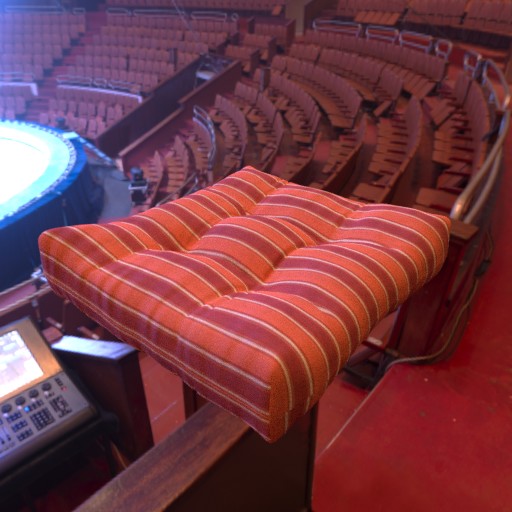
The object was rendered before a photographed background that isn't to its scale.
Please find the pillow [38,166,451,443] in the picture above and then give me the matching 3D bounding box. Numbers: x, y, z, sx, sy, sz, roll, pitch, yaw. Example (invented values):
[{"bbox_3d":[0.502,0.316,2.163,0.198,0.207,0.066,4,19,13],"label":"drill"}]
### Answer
[{"bbox_3d":[0.000,0.000,0.710,0.468,0.133,0.490,22,36,34],"label":"pillow"}]
